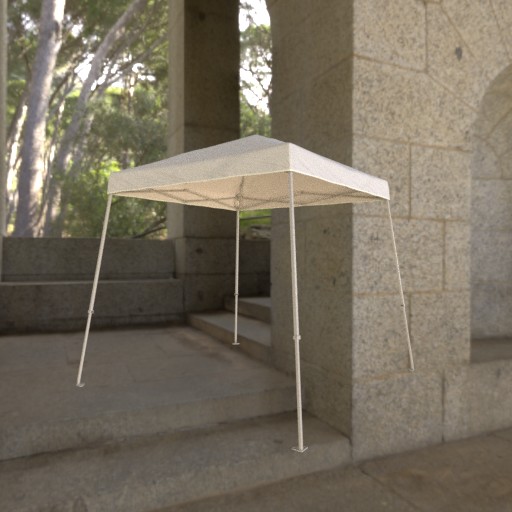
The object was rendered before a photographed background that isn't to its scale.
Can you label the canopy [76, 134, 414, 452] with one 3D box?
[{"bbox_3d":[0.000,0.000,6.589,3.600,3.600,3.599,0,0,35],"label":"canopy"}]
